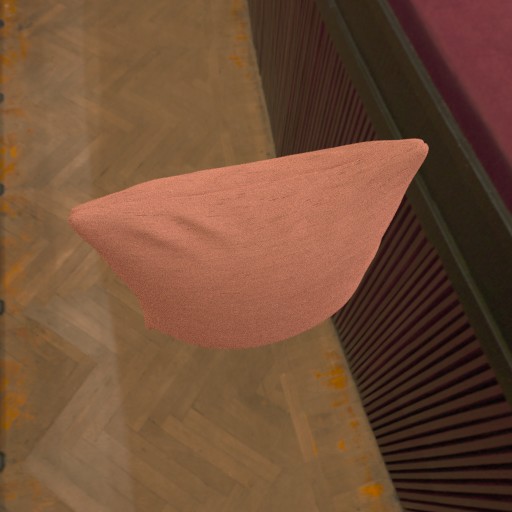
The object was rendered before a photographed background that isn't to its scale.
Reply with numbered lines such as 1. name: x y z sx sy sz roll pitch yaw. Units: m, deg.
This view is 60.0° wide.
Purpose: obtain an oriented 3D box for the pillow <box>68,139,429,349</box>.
1. pillow: 0.000 0.000 0.690 0.432 0.415 0.246 -12 64 -6
